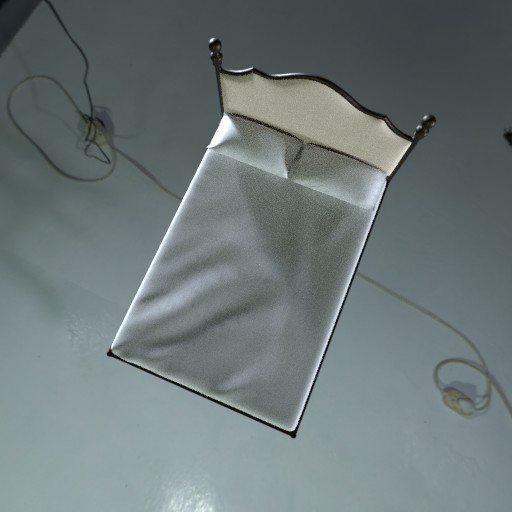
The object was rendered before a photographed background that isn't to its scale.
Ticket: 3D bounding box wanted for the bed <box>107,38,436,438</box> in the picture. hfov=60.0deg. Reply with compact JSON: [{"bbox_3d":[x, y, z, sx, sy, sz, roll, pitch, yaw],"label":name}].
[{"bbox_3d":[0.000,0.000,3.229,1.533,1.462,2.170,22,76,6],"label":"bed"}]
